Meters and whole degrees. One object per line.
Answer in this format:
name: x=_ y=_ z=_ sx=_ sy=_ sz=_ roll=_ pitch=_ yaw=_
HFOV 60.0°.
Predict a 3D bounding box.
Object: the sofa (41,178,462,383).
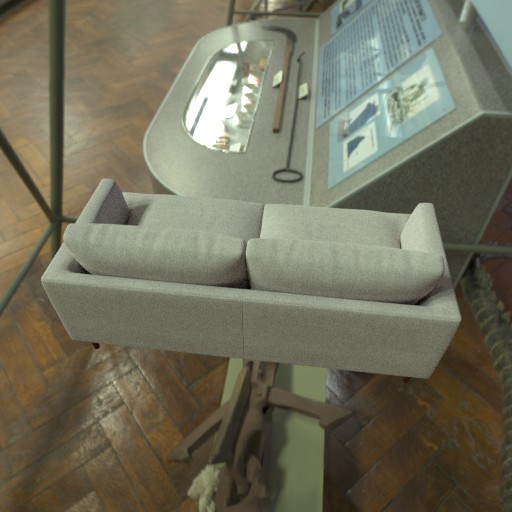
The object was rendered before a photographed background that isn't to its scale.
sofa: x=0.000 y=0.000 z=2.505 sx=1.948 sy=0.868 sz=1.020 roll=5 pitch=46 yaw=5
